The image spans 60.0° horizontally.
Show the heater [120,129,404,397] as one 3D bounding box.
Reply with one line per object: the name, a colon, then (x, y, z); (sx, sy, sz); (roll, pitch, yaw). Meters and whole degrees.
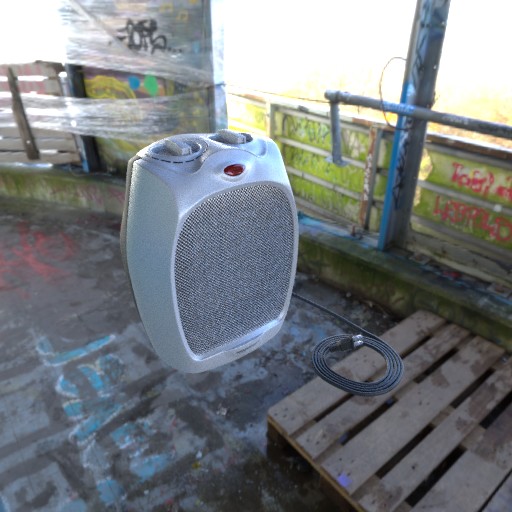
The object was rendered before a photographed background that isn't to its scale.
heater: (0.000, 0.000, 0.468); (0.239, 0.240, 0.291); (-21, 36, -32)
